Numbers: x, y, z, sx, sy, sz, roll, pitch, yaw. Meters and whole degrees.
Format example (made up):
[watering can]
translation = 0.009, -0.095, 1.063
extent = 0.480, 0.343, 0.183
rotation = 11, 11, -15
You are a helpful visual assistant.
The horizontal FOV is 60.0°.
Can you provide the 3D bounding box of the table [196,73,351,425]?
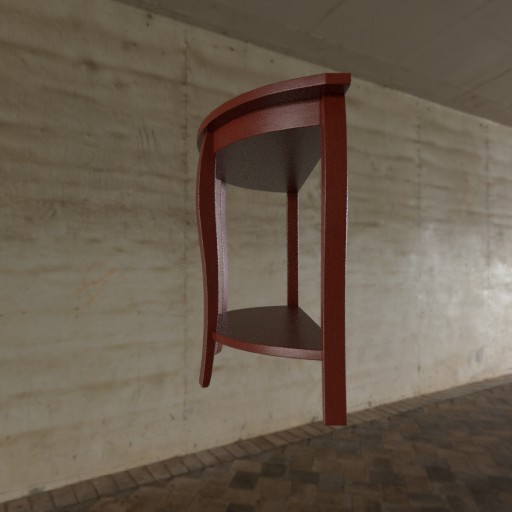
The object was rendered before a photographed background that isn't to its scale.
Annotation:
[table]
translation = 0.000, 0.000, 1.562
extent = 0.405, 0.779, 1.219
rotation = 0, -1, 0
